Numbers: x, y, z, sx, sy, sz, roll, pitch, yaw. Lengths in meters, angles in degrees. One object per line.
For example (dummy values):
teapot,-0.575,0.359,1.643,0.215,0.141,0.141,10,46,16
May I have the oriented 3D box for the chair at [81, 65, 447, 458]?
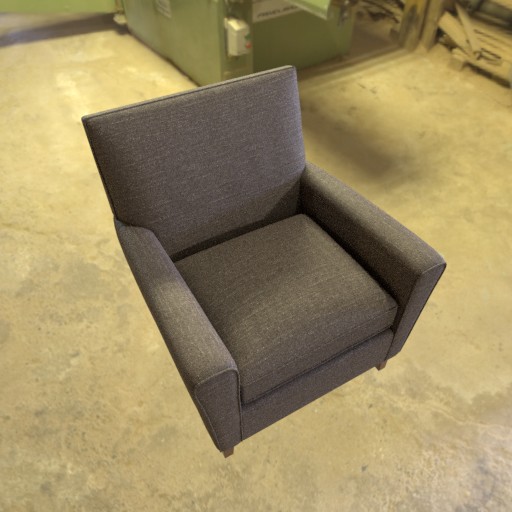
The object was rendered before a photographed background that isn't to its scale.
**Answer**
chair,0.000,0.000,1.552,0.838,0.885,0.875,-22,50,-20
